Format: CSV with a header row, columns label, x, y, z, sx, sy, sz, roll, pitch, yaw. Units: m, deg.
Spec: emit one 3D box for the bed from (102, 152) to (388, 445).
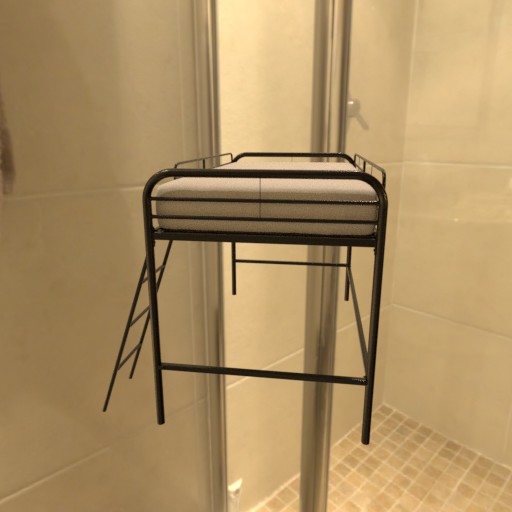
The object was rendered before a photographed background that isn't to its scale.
label,x,y,z,sx,sy,sz,roll,pitch,yaw
bed,0.000,0.000,2.979,1.393,1.289,1.968,2,15,8
